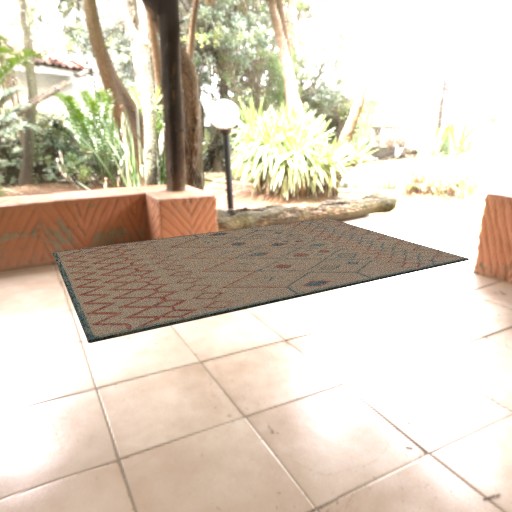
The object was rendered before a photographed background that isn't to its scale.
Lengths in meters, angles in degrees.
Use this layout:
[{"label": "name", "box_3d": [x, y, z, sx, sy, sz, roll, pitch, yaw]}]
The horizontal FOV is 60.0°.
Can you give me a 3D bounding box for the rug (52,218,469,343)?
[{"label": "rug", "box_3d": [0.000, 0.000, 3.049, 2.438, 0.015, 1.524, -9, 19, -28]}]
